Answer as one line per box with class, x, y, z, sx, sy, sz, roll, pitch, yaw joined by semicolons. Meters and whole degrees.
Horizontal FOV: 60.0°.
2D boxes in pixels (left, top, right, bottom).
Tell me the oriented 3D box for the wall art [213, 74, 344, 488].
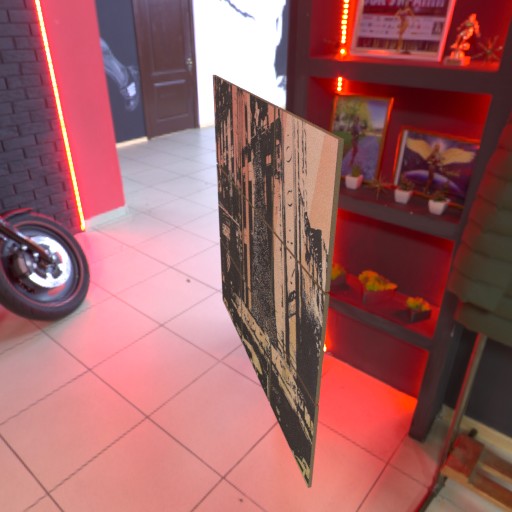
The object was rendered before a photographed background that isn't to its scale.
wall art;0.000;0.000;2.214;0.017;1.521;1.527;-9;30;-16
